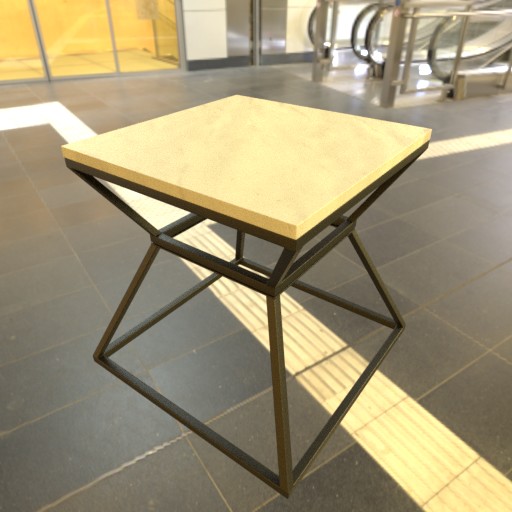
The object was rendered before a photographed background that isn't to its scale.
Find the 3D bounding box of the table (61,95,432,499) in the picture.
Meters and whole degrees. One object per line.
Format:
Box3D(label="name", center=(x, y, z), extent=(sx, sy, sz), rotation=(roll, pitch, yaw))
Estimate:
Box3D(label="table", center=(0.000, 0.000, 0.793), extent=(0.455, 0.431, 0.455), rotation=(22, 38, 30))
